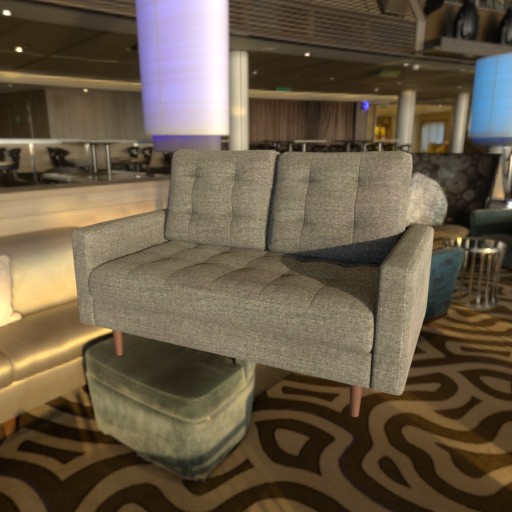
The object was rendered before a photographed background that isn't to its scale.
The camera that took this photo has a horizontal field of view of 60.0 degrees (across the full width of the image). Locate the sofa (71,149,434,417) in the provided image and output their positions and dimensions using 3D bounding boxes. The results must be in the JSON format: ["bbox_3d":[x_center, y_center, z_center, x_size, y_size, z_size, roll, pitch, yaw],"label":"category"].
[{"bbox_3d":[0.000,0.000,1.969,1.407,0.907,0.842,7,16,25],"label":"sofa"}]
